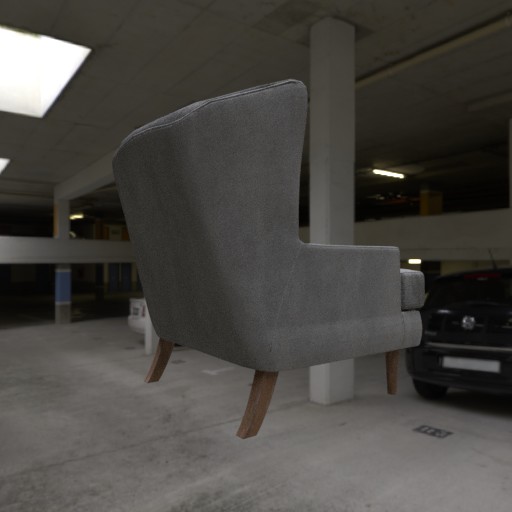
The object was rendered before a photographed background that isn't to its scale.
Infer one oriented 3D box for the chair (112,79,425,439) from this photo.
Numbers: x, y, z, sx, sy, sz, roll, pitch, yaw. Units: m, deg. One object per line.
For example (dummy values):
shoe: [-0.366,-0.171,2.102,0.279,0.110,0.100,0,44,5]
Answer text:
chair: [0.000,0.000,1.581,0.906,0.950,0.784,0,0,-36]
